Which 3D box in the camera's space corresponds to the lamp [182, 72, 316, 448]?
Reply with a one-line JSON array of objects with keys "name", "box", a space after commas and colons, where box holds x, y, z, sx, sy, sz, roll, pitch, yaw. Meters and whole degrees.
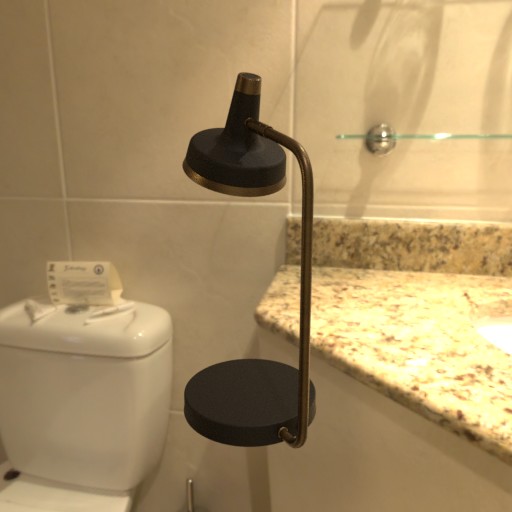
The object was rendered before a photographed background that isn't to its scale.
[{"name": "lamp", "box": [0.000, 0.000, 0.489, 0.162, 0.385, 0.218, -6, 14, -26]}]
